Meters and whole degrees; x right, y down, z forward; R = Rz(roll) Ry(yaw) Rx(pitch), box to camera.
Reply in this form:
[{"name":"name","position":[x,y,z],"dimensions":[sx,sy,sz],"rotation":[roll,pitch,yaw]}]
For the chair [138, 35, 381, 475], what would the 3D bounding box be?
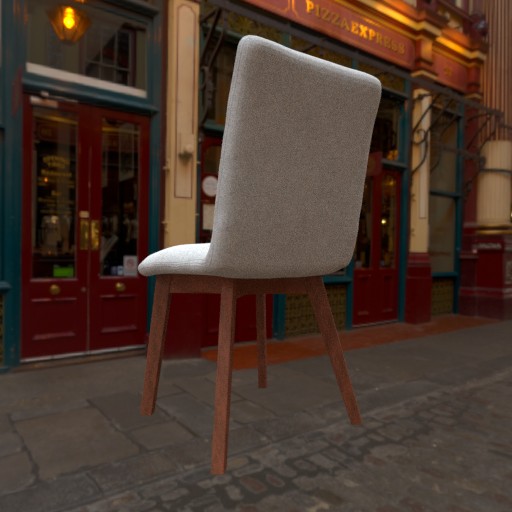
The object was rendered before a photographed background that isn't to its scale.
[{"name":"chair","position":[0.000,0.000,1.285],"dimensions":[0.522,0.974,0.563],"rotation":[0,1,-37]}]
